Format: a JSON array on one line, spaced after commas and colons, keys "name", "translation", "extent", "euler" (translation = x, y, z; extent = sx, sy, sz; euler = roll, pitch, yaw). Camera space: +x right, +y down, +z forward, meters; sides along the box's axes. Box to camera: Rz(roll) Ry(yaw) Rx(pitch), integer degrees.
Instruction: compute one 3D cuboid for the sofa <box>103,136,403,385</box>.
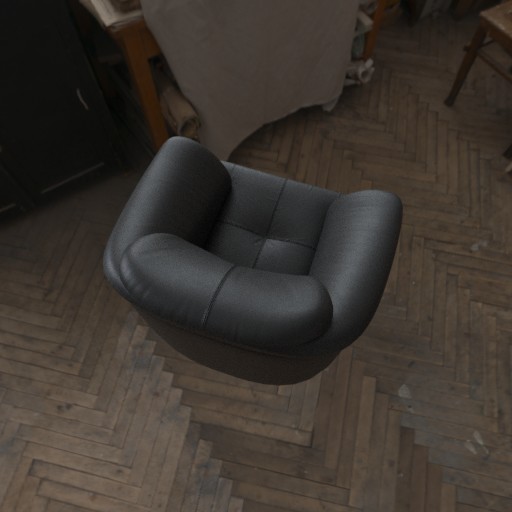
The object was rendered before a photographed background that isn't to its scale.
[{"name": "sofa", "translation": [0.000, 0.000, 1.546], "extent": [0.870, 0.811, 0.794], "euler": [17, 66, 8]}]
